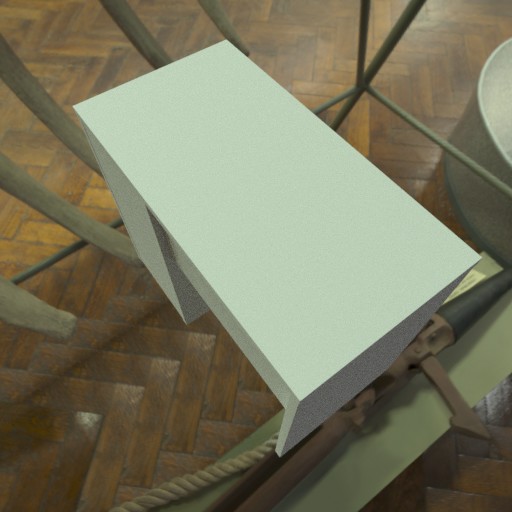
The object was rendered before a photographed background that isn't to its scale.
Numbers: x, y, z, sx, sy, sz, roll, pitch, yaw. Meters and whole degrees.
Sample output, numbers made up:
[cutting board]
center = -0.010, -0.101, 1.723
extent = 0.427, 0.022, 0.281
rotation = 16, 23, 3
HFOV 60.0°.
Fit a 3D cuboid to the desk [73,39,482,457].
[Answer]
[desk]
center = 0.000, 0.000, 1.310
extent = 0.482, 0.730, 0.898
rotation = -32, 64, -18
